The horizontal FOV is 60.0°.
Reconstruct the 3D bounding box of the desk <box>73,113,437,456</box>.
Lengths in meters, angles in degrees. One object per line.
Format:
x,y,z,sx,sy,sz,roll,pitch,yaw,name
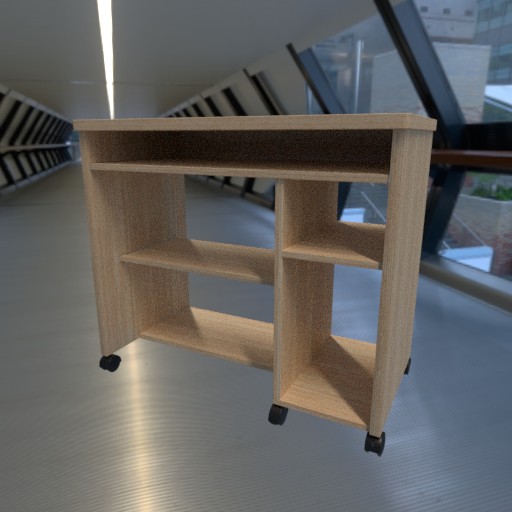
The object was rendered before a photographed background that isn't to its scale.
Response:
0.000,0.000,1.314,0.884,0.770,0.480,8,17,26,desk
